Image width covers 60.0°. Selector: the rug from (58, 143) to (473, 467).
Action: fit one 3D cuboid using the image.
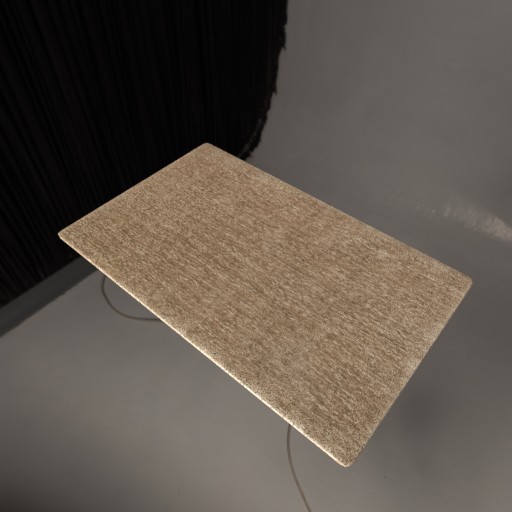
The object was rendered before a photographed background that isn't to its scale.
[{"bbox_3d":[0.000,0.000,3.046,2.469,0.024,1.539,32,55,26],"label":"rug"}]
